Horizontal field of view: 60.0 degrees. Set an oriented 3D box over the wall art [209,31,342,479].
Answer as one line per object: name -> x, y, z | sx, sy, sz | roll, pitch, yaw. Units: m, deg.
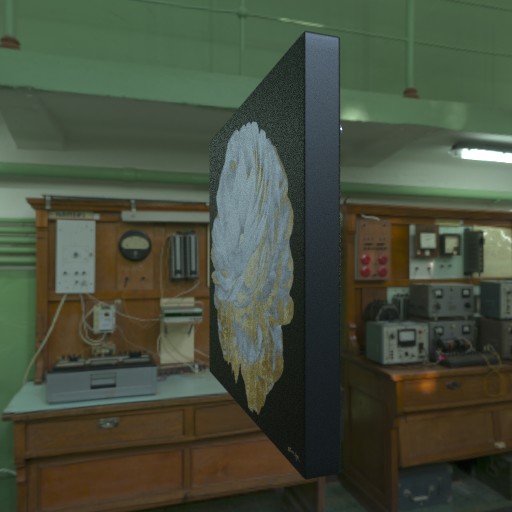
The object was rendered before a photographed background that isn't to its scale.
wall art -> 0.000, 0.000, 0.597 | 0.041, 0.407, 0.406 | 0, 0, -18
